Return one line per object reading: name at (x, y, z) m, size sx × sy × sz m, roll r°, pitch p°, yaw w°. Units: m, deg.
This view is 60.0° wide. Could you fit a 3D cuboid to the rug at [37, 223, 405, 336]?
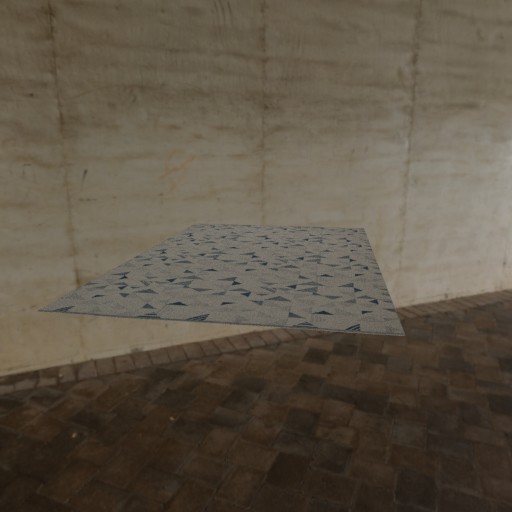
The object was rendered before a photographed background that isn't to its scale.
rug at (0.000, 0.000, 2.285) m, size 1.206 × 0.003 × 1.835 m, roll 2°, pitch 14°, yaw 9°
